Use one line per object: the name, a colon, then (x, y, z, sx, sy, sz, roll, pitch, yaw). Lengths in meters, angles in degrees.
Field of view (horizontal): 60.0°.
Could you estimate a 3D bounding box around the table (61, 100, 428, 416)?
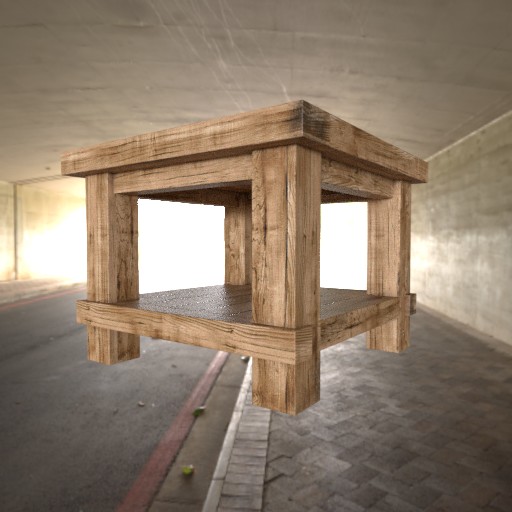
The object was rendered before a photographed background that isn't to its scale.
table: (0.000, 0.000, 1.039, 0.610, 0.457, 0.610, 1, 2, 36)
